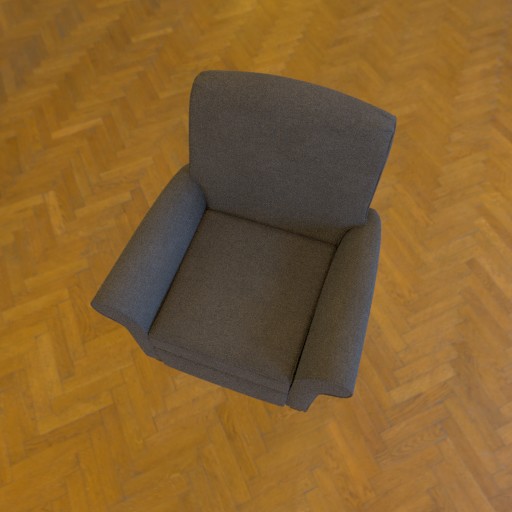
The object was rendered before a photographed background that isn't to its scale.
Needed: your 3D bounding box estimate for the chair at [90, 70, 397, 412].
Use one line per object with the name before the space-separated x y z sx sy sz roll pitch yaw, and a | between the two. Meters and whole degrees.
chair | 0.000 0.000 1.796 0.978 1.061 0.905 17 61 10
